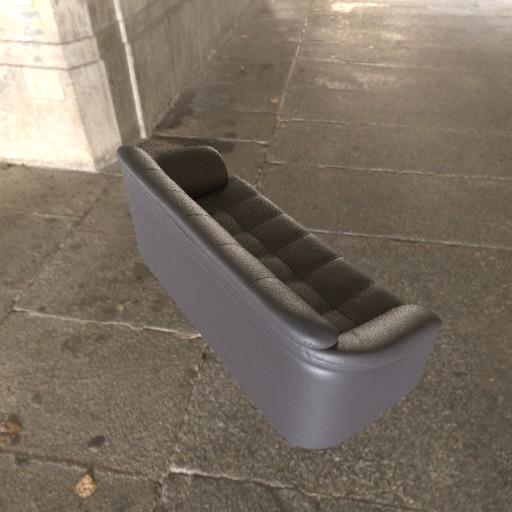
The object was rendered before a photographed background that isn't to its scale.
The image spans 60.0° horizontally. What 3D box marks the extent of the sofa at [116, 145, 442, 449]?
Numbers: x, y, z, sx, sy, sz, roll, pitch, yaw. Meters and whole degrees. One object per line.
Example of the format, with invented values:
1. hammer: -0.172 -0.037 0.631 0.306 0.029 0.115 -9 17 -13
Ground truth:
1. sofa: 0.000 0.000 2.268 0.800 0.811 1.829 -25 47 -26
